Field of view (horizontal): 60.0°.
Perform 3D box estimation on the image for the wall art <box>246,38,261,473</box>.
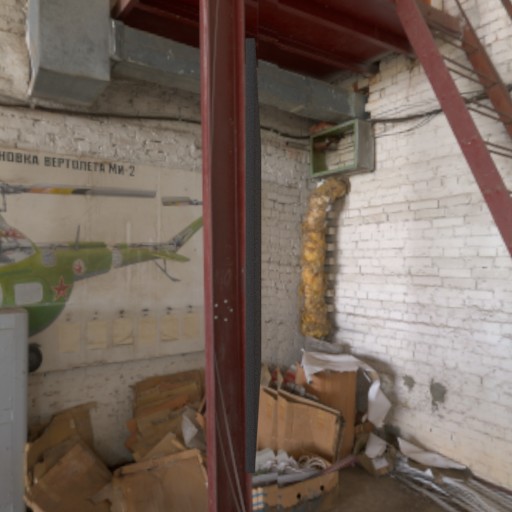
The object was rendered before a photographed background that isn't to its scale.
[{"bbox_3d":[0.000,0.000,0.848,0.012,0.558,0.562,0,0,2],"label":"wall art"}]
